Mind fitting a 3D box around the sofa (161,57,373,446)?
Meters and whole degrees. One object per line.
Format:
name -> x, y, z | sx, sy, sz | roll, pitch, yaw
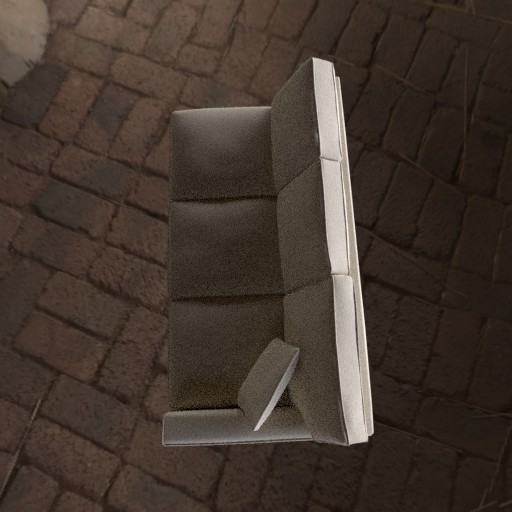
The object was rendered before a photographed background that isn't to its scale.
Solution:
sofa -> 0.000, 0.000, 2.549 | 1.034, 0.946, 1.963 | -2, 75, -1
